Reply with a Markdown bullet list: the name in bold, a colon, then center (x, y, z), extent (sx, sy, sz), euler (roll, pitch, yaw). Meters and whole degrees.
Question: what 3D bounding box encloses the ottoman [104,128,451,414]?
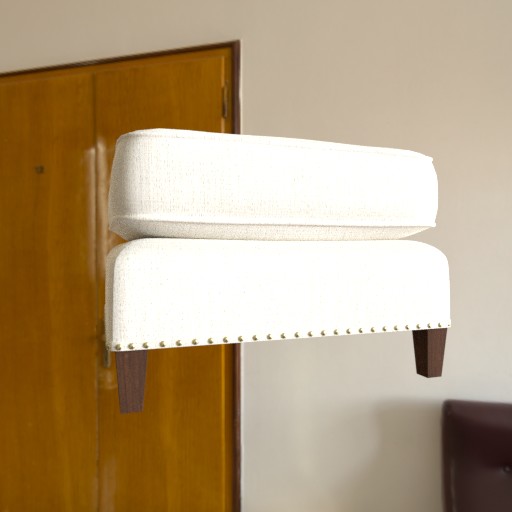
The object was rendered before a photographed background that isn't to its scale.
- **ottoman**: center (0.000, 0.000, 1.138), extent (0.738, 0.537, 0.589), euler (0, 1, -19)
